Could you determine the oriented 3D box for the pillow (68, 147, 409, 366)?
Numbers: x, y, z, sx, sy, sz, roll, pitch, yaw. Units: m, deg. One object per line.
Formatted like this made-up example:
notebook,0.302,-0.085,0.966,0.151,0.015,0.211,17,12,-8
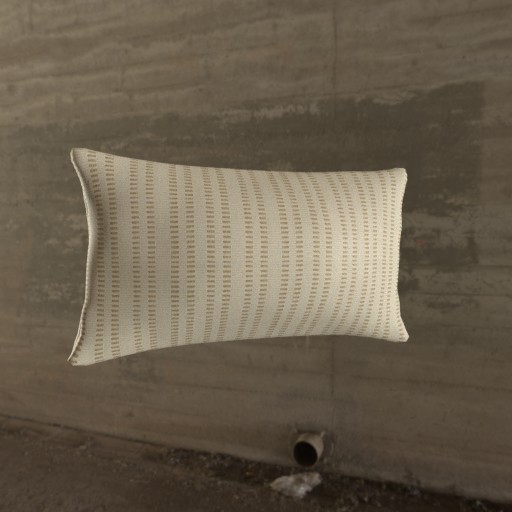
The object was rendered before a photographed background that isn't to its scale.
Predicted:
pillow,0.000,0.000,0.814,0.640,0.353,0.210,-1,2,-18
